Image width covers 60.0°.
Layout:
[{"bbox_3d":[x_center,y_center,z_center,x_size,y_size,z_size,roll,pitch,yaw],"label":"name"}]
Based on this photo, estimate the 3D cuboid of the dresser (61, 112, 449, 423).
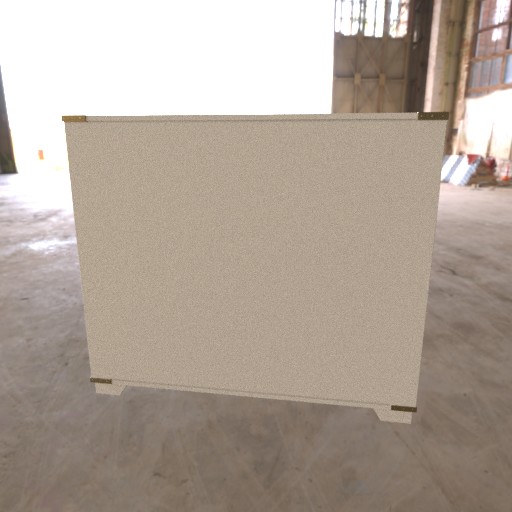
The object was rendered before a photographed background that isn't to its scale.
[{"bbox_3d":[0.000,0.000,1.486,1.022,0.891,0.460,2,15,9],"label":"dresser"}]
